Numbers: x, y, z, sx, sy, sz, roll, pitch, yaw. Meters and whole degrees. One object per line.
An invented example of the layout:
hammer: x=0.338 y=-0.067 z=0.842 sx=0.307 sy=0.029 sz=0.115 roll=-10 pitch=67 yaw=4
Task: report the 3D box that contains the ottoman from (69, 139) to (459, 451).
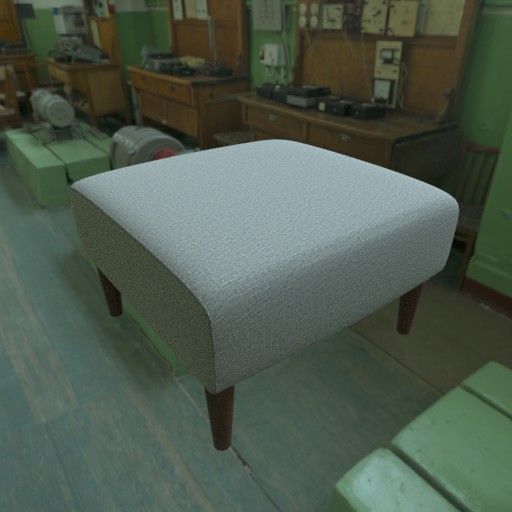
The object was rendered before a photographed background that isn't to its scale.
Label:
ottoman: x=0.000 y=0.000 z=1.066 sx=0.650 sy=0.398 sz=0.649 roll=-20 pitch=35 yaw=-32
